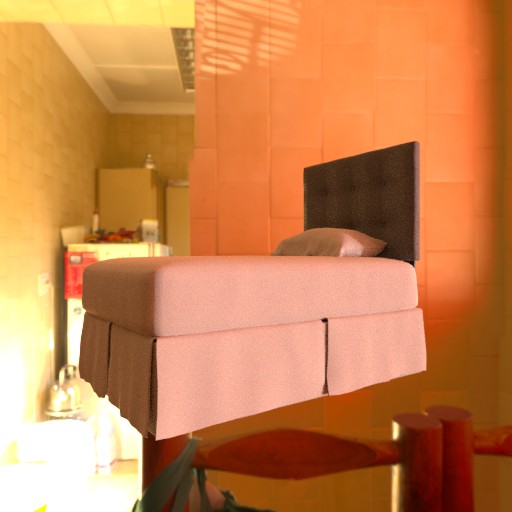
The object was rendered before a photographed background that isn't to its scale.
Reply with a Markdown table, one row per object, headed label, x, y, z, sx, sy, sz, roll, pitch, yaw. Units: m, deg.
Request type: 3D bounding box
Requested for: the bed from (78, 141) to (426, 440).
| label | x | y | z | sx | sy | sz | roll | pitch | yaw |
| --- | --- | --- | --- | --- | --- | --- | --- | --- | --- |
| bed | 0.000 | 0.000 | 2.922 | 1.997 | 1.571 | 1.261 | 0 | 0 | -35 |
